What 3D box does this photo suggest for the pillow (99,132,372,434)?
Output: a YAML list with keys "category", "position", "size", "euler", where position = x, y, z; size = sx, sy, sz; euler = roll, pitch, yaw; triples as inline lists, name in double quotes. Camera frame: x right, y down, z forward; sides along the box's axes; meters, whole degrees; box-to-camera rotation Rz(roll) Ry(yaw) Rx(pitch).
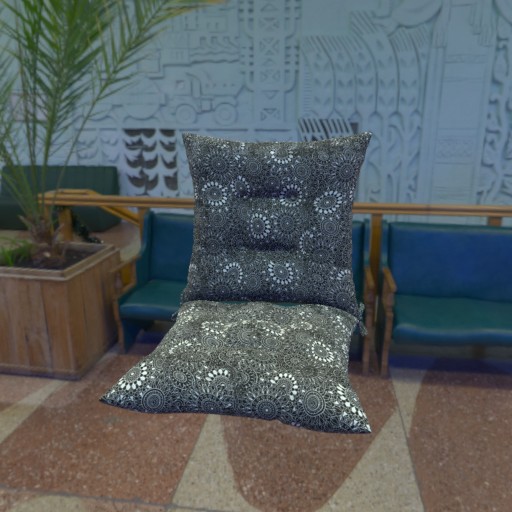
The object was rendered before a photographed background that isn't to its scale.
- category: "pillow"
  position: [0.000, 0.000, 1.004]
  size: [0.541, 0.536, 0.585]
  euler: [3, 17, 10]
